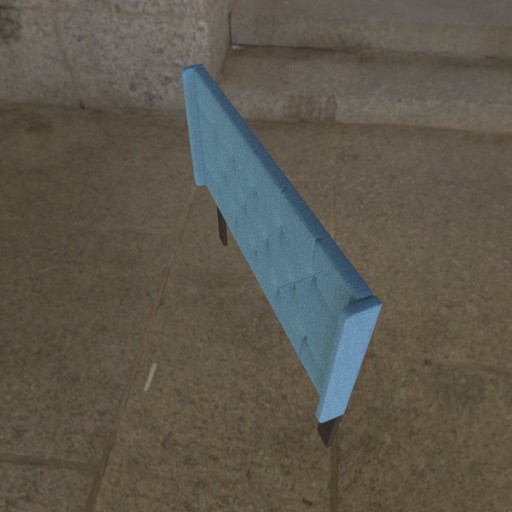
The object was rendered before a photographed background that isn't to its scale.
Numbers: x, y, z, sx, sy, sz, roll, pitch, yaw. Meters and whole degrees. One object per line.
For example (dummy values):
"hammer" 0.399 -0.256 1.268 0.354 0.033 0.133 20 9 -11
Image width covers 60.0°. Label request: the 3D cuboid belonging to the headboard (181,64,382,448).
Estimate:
"headboard" 0.000 0.000 2.727 0.184 1.524 2.051 -17 50 -15
